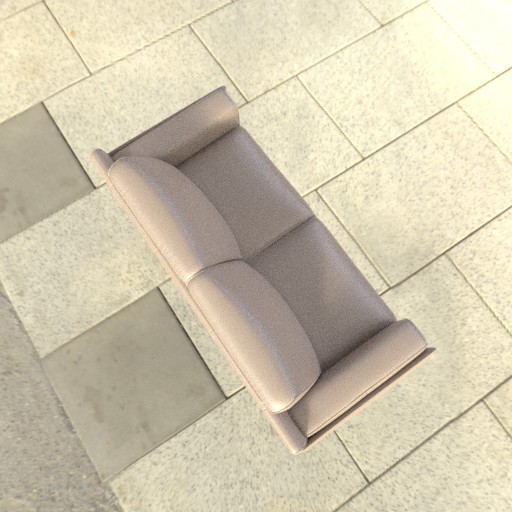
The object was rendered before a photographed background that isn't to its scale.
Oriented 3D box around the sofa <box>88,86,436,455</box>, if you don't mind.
[{"bbox_3d":[0.000,0.000,2.683,1.049,0.930,2.101,-35,77,-9],"label":"sofa"}]
